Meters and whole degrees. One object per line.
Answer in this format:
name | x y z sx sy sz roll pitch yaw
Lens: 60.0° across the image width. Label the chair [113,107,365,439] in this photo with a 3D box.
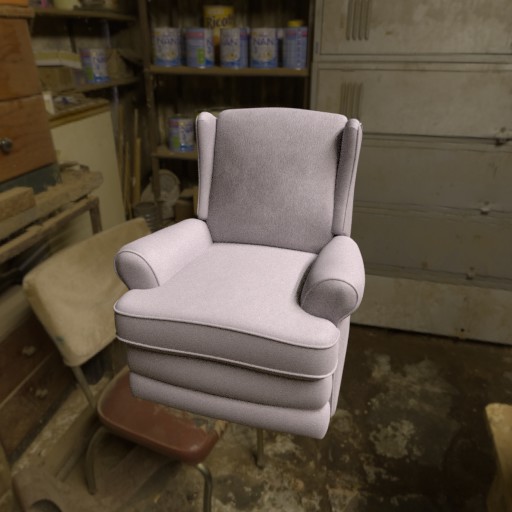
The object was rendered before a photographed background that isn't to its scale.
chair | 0.000 0.000 1.733 0.847 1.011 0.969 7 27 15
